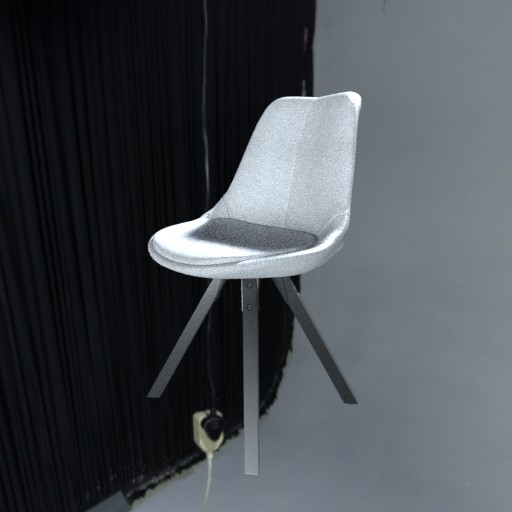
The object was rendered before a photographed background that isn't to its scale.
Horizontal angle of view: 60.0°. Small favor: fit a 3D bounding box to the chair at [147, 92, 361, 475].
[{"bbox_3d":[0.000,0.000,1.195,0.550,0.850,0.485,-14,21,-43],"label":"chair"}]
